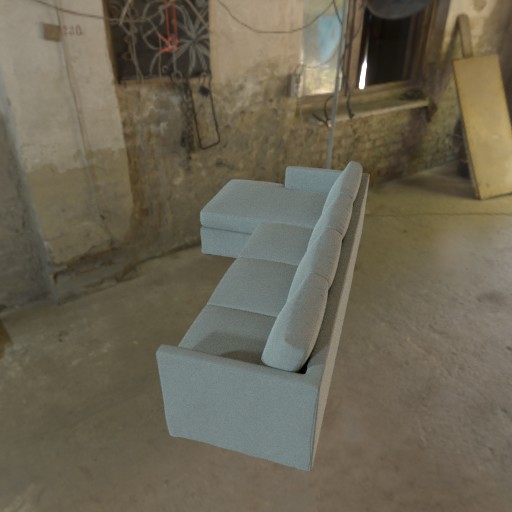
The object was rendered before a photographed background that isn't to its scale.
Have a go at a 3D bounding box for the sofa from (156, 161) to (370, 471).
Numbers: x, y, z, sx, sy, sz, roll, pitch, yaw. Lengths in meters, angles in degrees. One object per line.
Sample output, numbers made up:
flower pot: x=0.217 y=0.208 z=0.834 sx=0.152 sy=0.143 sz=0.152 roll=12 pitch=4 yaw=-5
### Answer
sofa: x=0.000 y=0.000 z=3.879 sx=1.650 sy=0.922 sz=3.205 roll=9 pitch=32 yaw=14
